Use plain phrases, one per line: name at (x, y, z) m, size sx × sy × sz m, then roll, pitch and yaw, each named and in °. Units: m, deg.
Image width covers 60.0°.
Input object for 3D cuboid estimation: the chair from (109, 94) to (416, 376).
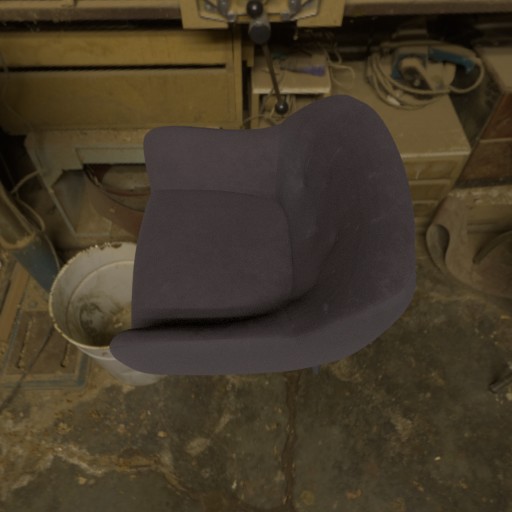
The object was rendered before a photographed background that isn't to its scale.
chair at (0.000, 0.000, 1.509) m, size 0.819 × 0.807 × 0.840 m, roll -1°, pitch 58°, yaw 0°
